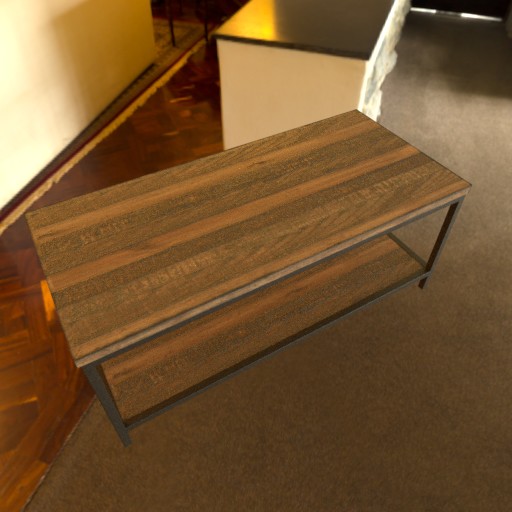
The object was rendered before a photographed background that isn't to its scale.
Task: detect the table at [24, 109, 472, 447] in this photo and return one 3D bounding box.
[{"bbox_3d":[0.000,0.000,1.213,0.990,0.399,0.452,-23,50,-21],"label":"table"}]
